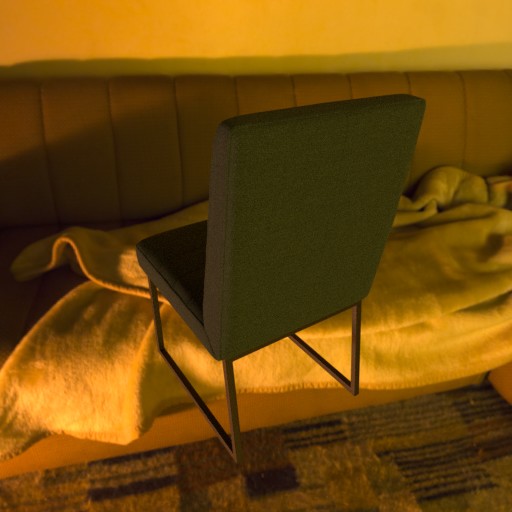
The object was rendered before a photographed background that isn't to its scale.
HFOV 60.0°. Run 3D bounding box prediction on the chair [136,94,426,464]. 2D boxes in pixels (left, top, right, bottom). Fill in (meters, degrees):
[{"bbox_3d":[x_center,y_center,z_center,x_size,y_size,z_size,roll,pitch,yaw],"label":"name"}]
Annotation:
[{"bbox_3d":[0.000,0.000,1.287,0.520,0.930,0.634,-18,34,-29],"label":"chair"}]
